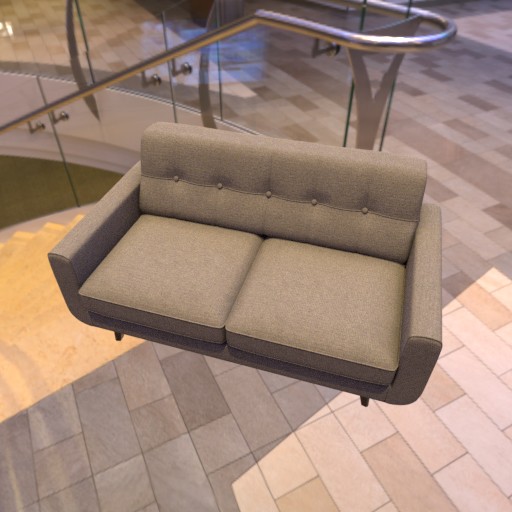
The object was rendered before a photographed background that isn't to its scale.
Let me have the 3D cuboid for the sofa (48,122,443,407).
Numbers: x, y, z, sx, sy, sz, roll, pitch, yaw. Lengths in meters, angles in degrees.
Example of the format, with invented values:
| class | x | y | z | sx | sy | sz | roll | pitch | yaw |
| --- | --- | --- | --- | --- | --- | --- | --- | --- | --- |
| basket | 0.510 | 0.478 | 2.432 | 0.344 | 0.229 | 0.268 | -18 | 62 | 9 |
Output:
| class | x | y | z | sx | sy | sz | roll | pitch | yaw |
| --- | --- | --- | --- | --- | --- | --- | --- | --- | --- |
| sofa | 0.000 | 0.000 | 2.121 | 1.631 | 0.841 | 0.909 | 11 | 43 | 13 |
